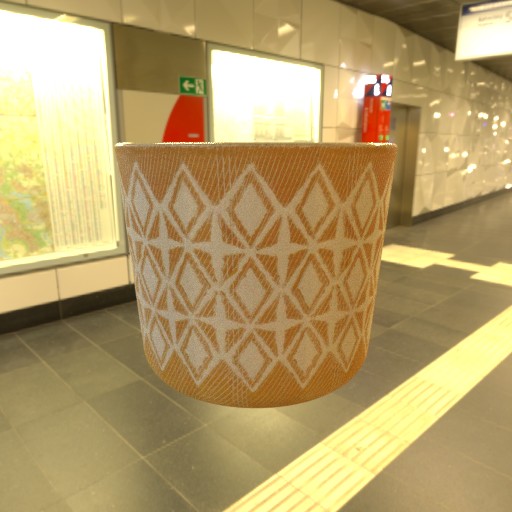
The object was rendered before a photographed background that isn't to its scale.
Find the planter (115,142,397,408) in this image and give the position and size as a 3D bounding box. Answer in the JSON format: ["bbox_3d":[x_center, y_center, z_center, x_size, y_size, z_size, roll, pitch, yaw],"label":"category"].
[{"bbox_3d":[0.000,0.000,0.336,0.193,0.165,0.193,0,14,0],"label":"planter"}]
